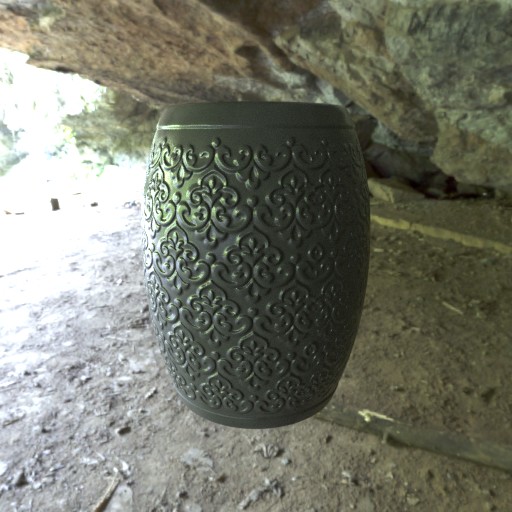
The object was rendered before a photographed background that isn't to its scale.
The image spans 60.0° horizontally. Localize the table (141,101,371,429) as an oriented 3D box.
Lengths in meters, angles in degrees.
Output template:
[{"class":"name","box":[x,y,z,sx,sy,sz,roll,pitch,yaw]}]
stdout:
[{"class":"table","box":[0.000,0.000,0.622,0.309,0.397,0.309,0,15,0]}]
